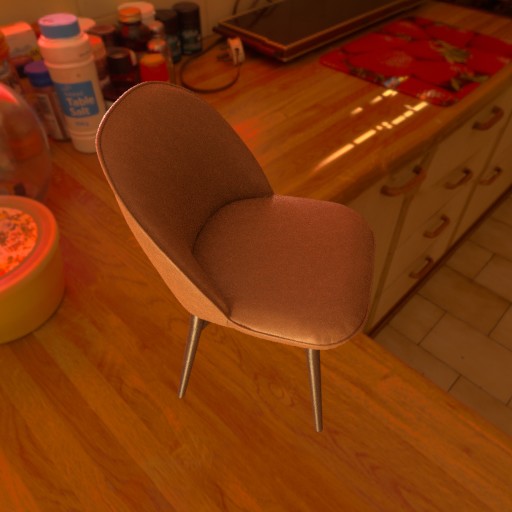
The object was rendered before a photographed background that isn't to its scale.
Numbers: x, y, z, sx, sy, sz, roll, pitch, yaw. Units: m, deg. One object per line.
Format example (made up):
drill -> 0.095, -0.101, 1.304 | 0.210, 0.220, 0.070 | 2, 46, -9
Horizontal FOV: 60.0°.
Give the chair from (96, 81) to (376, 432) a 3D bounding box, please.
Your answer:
chair -> 0.000, 0.000, 1.213 | 0.631, 0.831, 0.521 | 10, 47, 10
